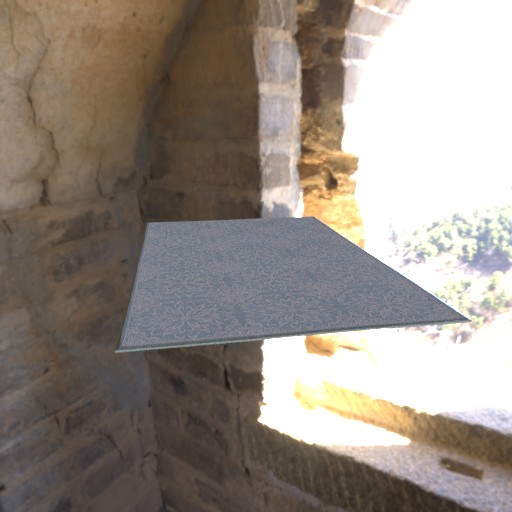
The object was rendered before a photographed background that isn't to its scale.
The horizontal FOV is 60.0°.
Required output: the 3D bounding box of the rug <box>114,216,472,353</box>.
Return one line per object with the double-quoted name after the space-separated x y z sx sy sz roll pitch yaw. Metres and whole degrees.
0.000 0.000 3.470 1.819 0.018 2.746 -3 17 -10 "rug"
